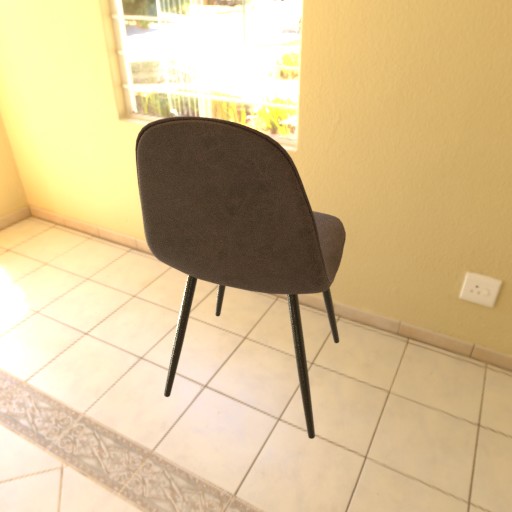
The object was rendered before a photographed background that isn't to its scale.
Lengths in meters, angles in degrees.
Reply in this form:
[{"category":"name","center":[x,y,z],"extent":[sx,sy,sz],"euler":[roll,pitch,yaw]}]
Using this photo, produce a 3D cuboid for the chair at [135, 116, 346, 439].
[{"category":"chair","center":[0.000,0.000,1.212],"extent":[0.472,0.889,0.561],"euler":[10,34,16]}]
